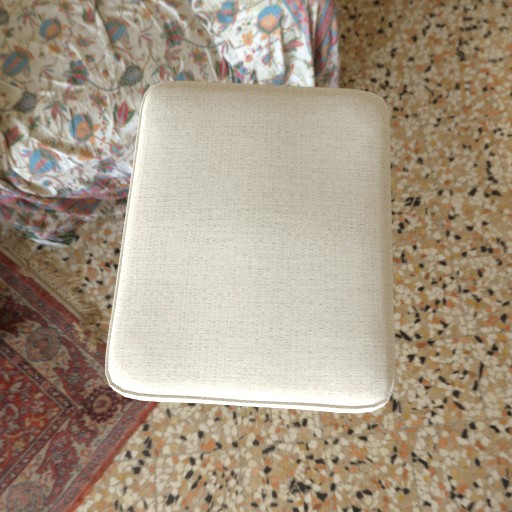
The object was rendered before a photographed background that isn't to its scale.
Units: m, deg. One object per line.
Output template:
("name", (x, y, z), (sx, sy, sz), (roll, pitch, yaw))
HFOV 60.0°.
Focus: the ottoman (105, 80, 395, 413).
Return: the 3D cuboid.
("ottoman", (0.000, 0.000, 1.138), (0.589, 0.537, 0.738), (3, 75, 1))
